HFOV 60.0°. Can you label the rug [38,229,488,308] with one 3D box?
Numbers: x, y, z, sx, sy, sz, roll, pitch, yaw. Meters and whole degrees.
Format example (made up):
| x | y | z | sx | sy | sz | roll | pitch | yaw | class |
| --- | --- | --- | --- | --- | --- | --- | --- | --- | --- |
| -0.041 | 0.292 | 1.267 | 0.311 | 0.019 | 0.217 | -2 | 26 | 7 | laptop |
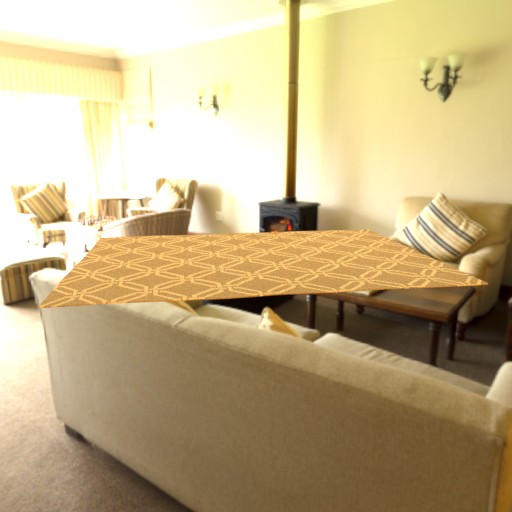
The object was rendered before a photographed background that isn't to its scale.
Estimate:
| x | y | z | sx | sy | sz | roll | pitch | yaw | class |
| --- | --- | --- | --- | --- | --- | --- | --- | --- | --- |
| 0.000 | 0.000 | 2.773 | 2.135 | 0.013 | 1.524 | -2 | 14 | -9 | rug |
